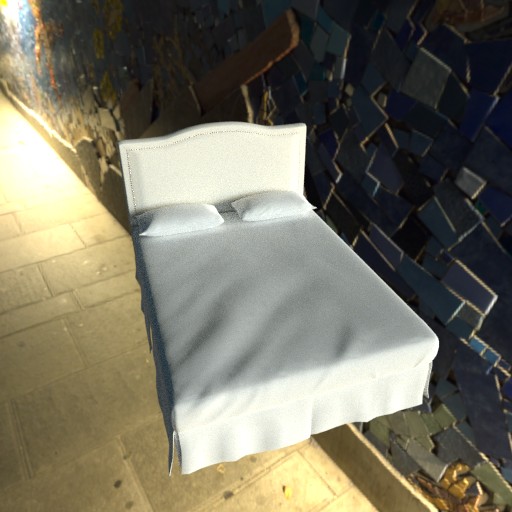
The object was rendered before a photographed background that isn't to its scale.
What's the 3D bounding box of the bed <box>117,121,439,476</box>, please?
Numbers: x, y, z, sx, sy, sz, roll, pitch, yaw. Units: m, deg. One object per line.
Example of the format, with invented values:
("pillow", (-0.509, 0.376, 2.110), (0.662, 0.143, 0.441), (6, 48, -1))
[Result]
("bed", (0.000, 0.000, 3.364), (1.821, 1.436, 2.282), (-10, 34, -16))
